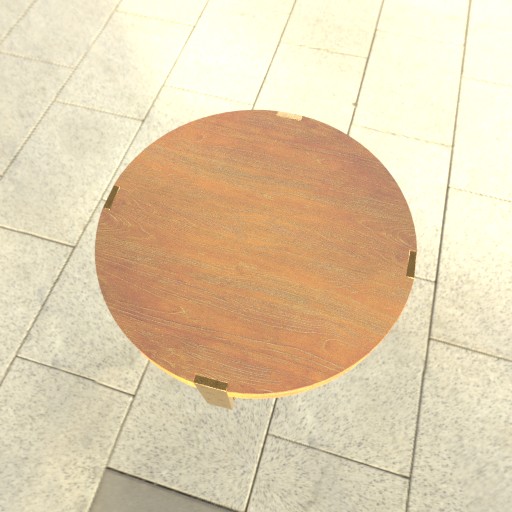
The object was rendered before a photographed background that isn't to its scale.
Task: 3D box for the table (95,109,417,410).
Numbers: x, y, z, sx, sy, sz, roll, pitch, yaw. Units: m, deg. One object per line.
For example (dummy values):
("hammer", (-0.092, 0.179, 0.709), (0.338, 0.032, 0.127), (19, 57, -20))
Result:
("table", (0.000, 0.000, 1.725), (1.100, 0.420, 1.100), (0, 64, 0))
